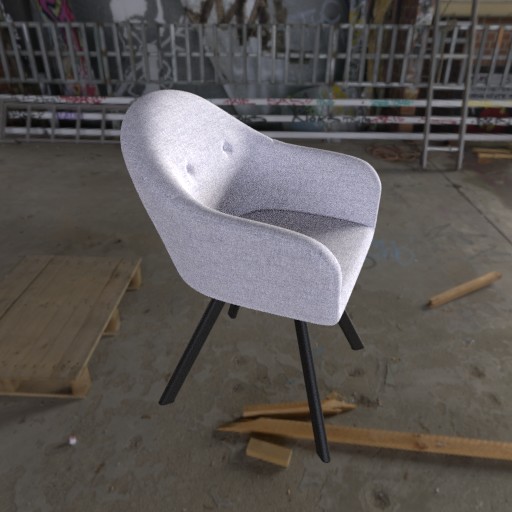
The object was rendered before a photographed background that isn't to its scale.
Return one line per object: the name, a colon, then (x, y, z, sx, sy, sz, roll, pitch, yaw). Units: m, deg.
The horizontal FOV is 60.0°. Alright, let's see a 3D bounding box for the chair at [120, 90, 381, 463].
chair: (0.000, 0.000, 1.148, 0.570, 0.780, 0.540, 11, 31, 19)
